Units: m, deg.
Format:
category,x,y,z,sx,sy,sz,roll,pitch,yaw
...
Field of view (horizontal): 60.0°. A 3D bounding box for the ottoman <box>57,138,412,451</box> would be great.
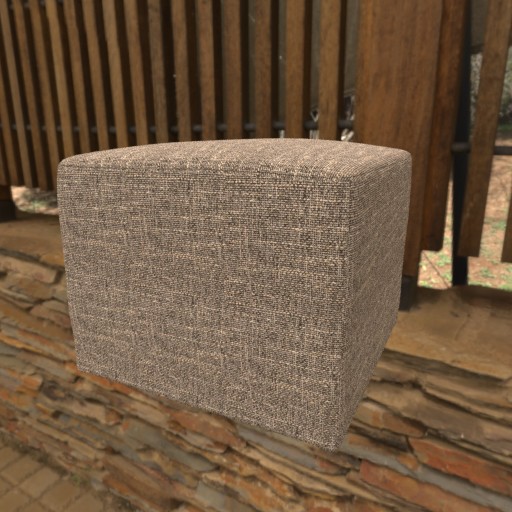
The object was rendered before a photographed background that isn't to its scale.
category,x,y,z,sx,sy,sz,roll,pitch,yaw
ottoman,0.000,0.000,0.890,0.512,0.453,0.521,8,18,25
